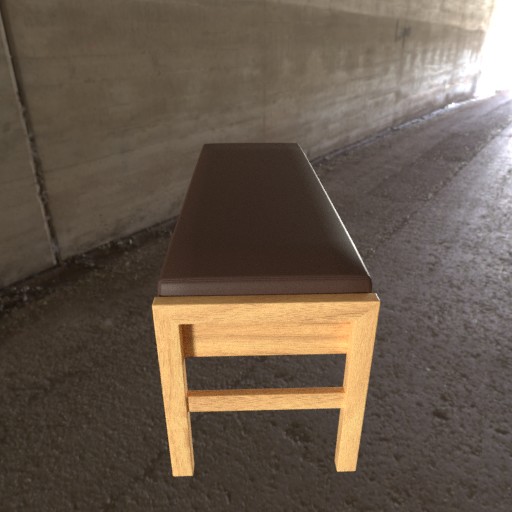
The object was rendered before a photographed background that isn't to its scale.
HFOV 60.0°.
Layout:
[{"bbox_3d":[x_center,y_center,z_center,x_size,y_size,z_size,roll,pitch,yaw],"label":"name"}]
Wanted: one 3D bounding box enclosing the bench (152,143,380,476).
[{"bbox_3d":[0.000,0.000,1.409,0.405,0.480,1.200,-1,26,-2],"label":"bench"}]
